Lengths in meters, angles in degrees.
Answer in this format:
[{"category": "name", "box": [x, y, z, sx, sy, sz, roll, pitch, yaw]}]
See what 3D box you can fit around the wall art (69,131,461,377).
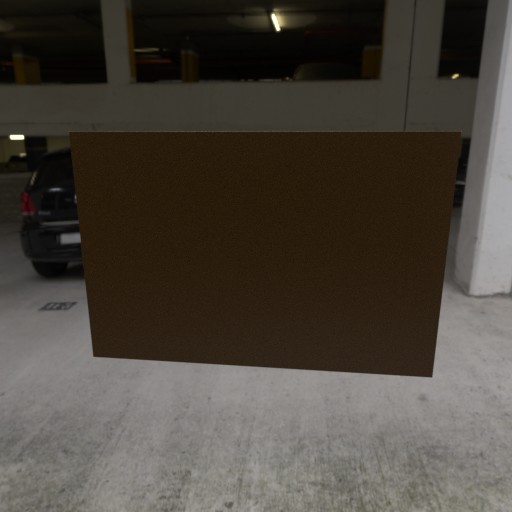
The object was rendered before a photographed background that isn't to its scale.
[{"category": "wall art", "box": [0.000, 0.000, 1.406, 1.145, 0.762, 0.041, 2, 15, 7]}]
